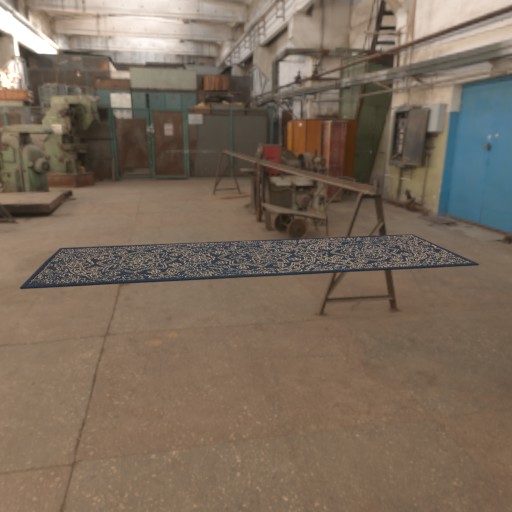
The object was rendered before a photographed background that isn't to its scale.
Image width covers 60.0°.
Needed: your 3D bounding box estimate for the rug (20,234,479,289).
[{"bbox_3d":[0.000,0.000,2.687,2.448,0.012,0.769,-3,16,-9],"label":"rug"}]
